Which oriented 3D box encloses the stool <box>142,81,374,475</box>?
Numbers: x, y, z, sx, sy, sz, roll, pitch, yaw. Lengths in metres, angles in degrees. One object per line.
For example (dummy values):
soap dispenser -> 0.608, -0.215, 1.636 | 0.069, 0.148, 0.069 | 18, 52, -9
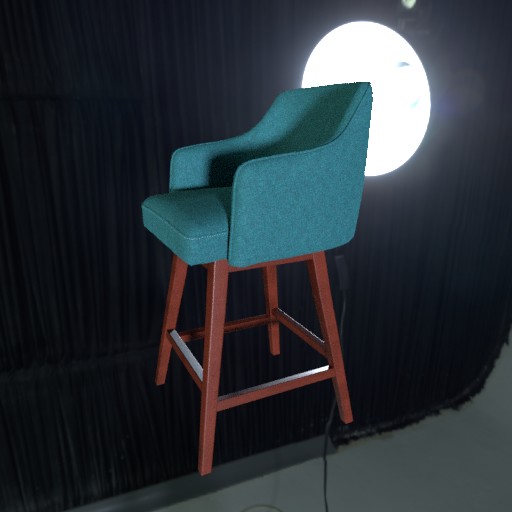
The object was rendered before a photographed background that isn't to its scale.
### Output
stool -> 0.000, 0.000, 1.296 | 0.556, 0.961, 0.548 | -8, 19, -25
